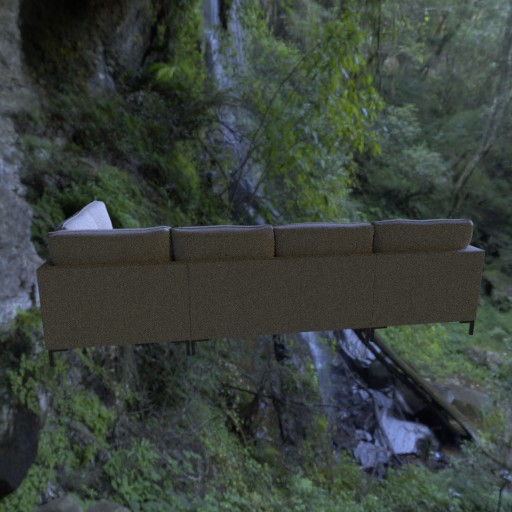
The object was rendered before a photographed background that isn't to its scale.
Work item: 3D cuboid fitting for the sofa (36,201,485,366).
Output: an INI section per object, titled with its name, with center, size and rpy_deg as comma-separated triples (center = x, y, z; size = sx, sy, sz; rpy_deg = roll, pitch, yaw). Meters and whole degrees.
[sofa]
center = 0.000, 0.000, 4.265
size = 3.423, 0.996, 2.021
rpy_deg = -2, 15, -9
